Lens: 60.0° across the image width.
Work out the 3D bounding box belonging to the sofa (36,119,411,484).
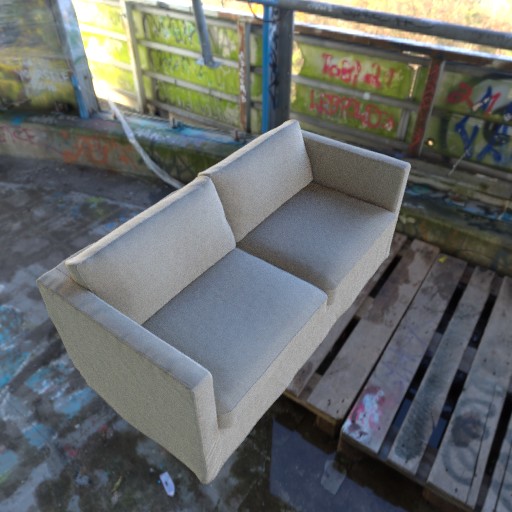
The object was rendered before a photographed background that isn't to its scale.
[{"bbox_3d":[0.000,0.000,2.452,0.962,0.835,1.959,26,47,27],"label":"sofa"}]
